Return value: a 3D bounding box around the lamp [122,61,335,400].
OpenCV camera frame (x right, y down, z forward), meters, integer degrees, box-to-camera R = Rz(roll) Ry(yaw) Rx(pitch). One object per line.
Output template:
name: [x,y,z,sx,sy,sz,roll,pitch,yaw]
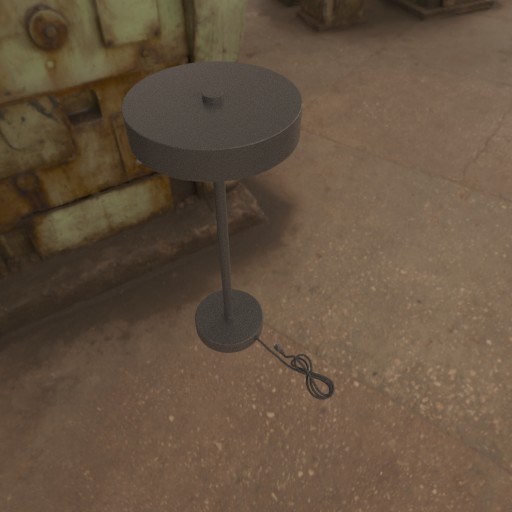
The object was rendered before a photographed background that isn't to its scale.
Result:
lamp: [0.000,0.000,0.714,0.369,0.508,0.229,30,54,25]
